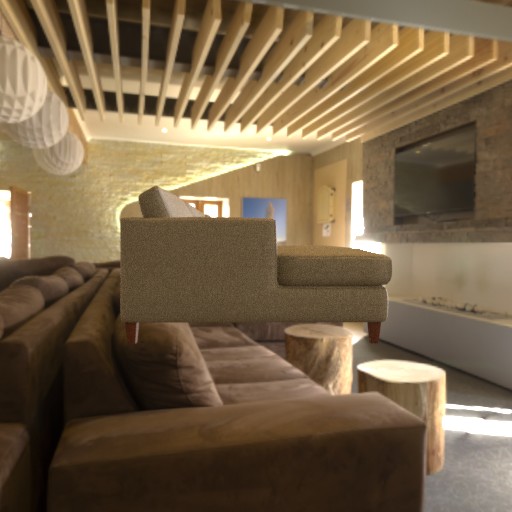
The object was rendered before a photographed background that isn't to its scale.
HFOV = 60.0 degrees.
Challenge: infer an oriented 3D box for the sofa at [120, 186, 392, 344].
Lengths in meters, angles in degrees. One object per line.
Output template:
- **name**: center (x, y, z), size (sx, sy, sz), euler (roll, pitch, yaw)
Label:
- **sofa**: center (0.000, 0.000, 3.950), size (1.502, 0.876, 3.201), euler (0, 2, 0)
